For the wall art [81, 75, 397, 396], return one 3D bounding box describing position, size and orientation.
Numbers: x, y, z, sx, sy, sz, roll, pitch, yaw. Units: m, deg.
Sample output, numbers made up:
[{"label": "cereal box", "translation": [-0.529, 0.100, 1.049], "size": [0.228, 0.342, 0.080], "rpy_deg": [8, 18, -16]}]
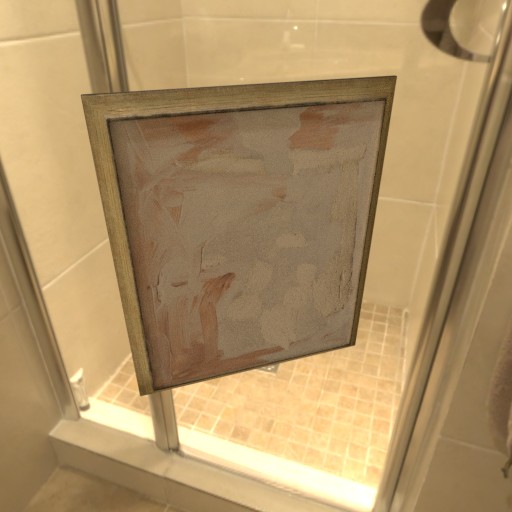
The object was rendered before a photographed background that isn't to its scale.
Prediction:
[{"label": "wall art", "translation": [0.000, 0.000, 0.627], "size": [0.381, 0.457, 0.023], "rpy_deg": [-9, 33, -15]}]
